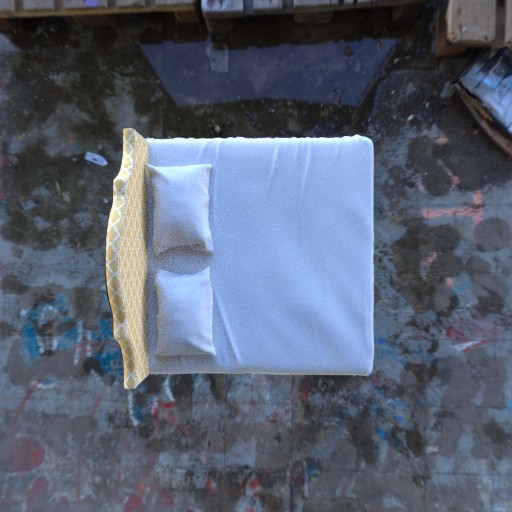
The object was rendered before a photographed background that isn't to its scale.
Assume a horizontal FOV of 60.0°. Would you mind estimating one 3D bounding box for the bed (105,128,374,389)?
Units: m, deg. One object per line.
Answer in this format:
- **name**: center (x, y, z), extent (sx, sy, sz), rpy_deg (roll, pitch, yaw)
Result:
- **bed**: center (0.000, 0.000, 3.725), extent (2.222, 1.601, 2.314), rpy_deg (0, 91, 2)
